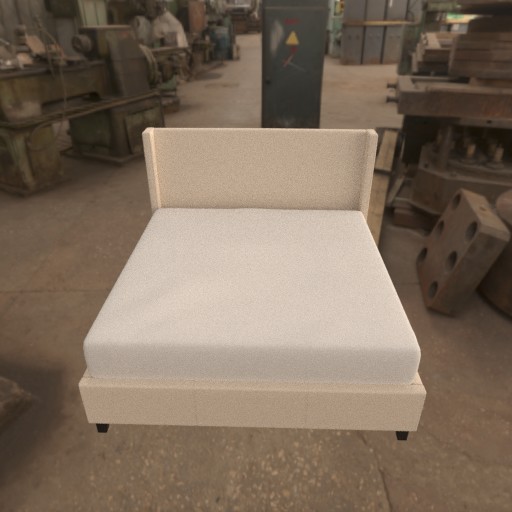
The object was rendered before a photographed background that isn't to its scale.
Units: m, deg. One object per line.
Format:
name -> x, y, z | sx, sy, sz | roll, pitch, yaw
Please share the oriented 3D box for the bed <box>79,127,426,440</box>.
bed -> 0.000, 0.000, 3.544 | 2.145, 1.471, 2.293 | 1, 30, 1
